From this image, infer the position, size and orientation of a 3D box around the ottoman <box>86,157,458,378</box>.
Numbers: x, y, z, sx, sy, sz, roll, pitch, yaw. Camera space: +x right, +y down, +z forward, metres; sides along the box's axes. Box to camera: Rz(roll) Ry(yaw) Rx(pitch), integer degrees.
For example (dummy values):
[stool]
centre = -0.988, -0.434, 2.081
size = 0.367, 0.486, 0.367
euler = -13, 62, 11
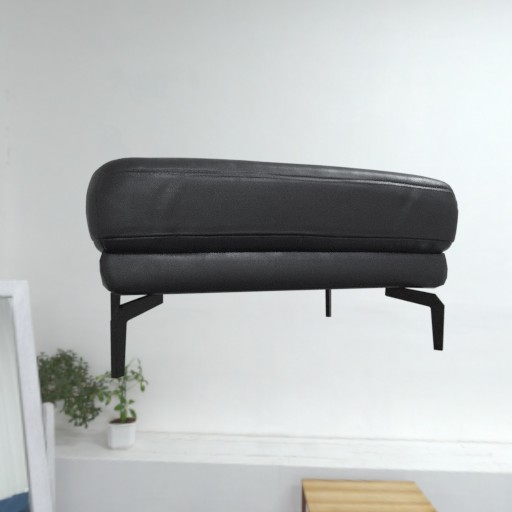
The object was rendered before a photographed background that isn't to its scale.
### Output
[ottoman]
centre = 0.000, 0.000, 1.090
size = 0.764, 0.402, 0.570
euler = 0, 1, -18
